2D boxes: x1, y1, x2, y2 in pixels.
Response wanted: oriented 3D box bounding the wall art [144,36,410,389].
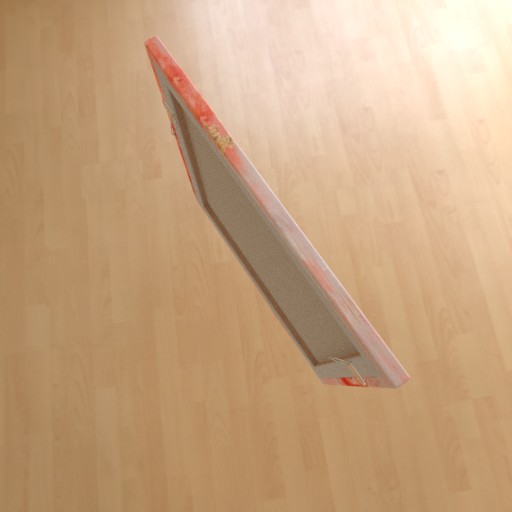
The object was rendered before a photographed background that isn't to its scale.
[{"bbox_3d":[0.000,0.000,1.291,0.066,0.878,0.878,-33,77,-9],"label":"wall art"}]
